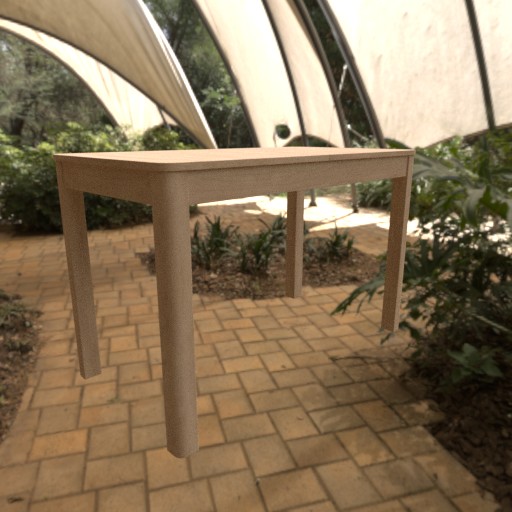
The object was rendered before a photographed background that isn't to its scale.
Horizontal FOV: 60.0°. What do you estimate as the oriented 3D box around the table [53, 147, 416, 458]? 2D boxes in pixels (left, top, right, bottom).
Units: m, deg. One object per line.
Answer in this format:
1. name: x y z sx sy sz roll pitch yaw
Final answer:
1. table: 0.000 0.000 1.963 1.400 0.900 0.750 -15 21 -43
